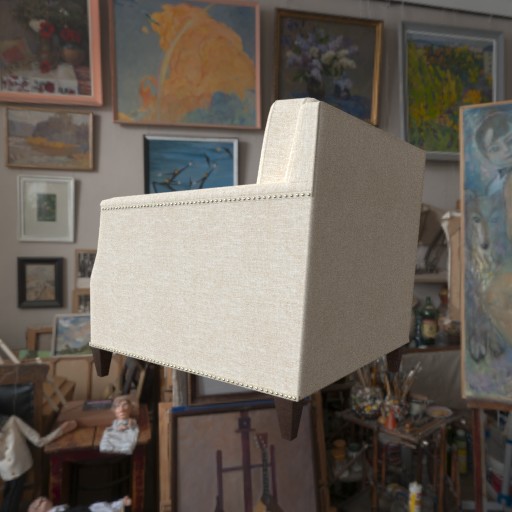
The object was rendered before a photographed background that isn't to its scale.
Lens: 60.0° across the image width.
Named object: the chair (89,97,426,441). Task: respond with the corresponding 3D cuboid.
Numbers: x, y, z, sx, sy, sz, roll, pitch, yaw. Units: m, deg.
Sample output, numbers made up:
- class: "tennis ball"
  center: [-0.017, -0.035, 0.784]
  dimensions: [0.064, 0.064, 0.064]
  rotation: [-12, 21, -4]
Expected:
- class: "chair"
  center: [0.000, 0.000, 1.738]
  dimensions: [1.041, 0.940, 0.838]
  rotation: [2, 3, 38]
